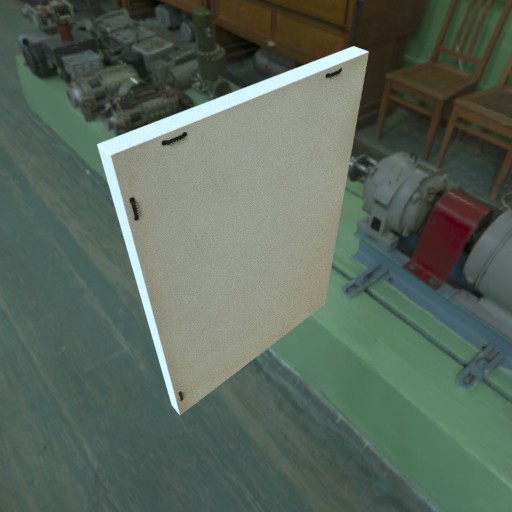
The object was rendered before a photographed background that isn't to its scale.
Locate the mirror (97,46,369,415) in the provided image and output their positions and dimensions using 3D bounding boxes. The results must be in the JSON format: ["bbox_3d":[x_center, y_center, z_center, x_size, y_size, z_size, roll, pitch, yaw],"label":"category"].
[{"bbox_3d":[0.000,0.000,0.925,0.507,0.710,0.040,-32,53,-28],"label":"mirror"}]
